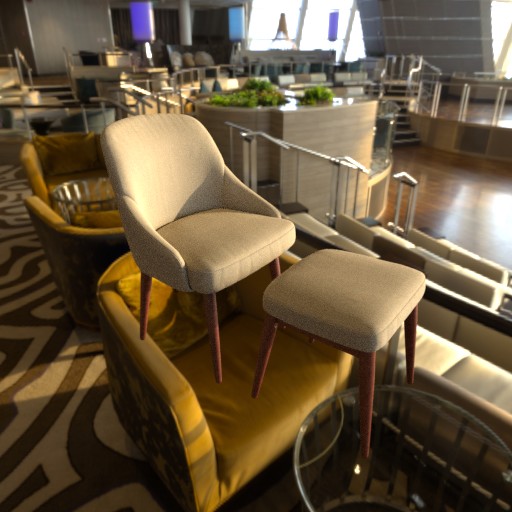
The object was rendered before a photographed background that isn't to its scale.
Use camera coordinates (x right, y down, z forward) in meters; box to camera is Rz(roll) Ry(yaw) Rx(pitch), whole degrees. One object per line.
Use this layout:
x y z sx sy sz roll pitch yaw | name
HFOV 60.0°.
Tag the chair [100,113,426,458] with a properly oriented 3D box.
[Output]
0.000 0.000 1.569 1.114 0.866 0.584 18 31 32 | chair
